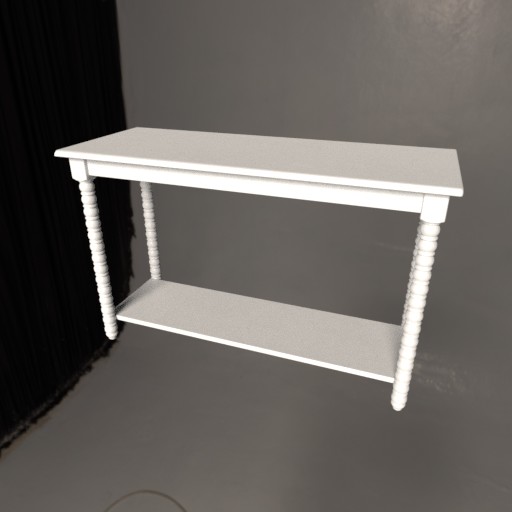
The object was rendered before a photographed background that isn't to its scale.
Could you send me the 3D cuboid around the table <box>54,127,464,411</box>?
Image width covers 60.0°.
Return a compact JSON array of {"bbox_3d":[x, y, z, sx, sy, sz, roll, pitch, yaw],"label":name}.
[{"bbox_3d":[0.000,0.000,1.549,1.184,0.740,0.459,9,27,18],"label":"table"}]
